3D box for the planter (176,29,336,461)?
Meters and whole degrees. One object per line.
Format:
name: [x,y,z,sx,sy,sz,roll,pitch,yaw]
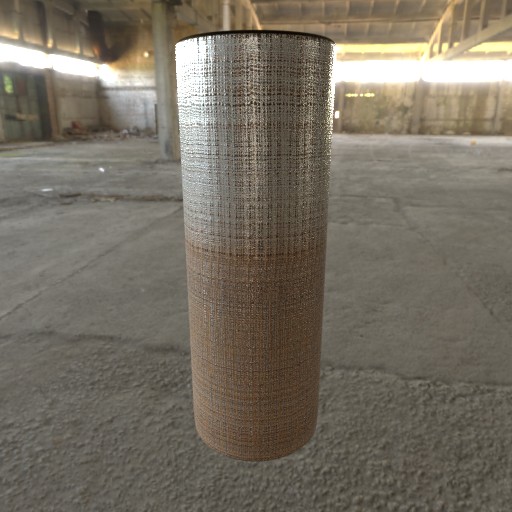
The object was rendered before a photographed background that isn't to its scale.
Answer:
planter: [0.000,0.000,0.318,0.099,0.278,0.099,3,18,9]
